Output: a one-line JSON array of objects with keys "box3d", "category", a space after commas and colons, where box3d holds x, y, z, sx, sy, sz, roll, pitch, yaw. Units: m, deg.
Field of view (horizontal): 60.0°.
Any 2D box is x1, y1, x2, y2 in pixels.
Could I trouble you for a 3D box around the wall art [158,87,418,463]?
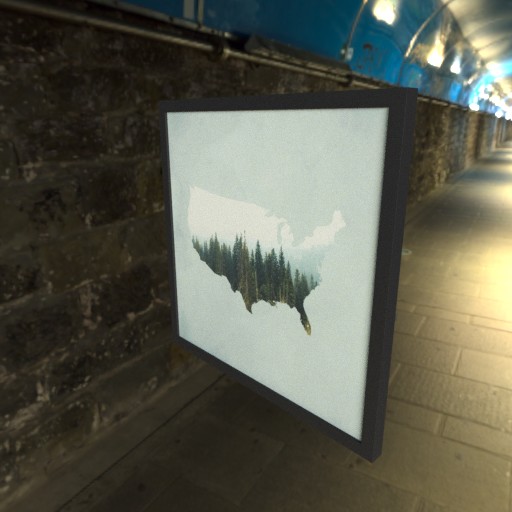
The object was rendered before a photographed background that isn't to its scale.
[{"box3d": [0.000, 0.000, 1.122, 0.038, 0.763, 0.763, -16, 23, -42], "category": "wall art"}]
